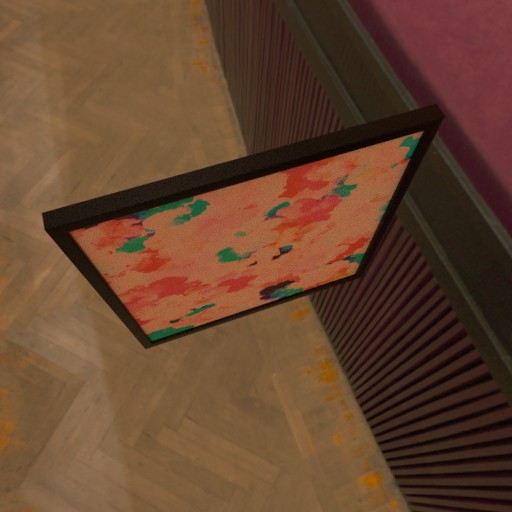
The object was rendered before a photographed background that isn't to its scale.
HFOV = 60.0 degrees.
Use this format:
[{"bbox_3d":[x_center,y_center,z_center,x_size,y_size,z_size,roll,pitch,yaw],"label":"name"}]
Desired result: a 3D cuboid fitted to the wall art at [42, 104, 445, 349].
[{"bbox_3d":[0.000,0.000,1.136,0.756,0.755,0.036,-17,65,-9],"label":"wall art"}]
